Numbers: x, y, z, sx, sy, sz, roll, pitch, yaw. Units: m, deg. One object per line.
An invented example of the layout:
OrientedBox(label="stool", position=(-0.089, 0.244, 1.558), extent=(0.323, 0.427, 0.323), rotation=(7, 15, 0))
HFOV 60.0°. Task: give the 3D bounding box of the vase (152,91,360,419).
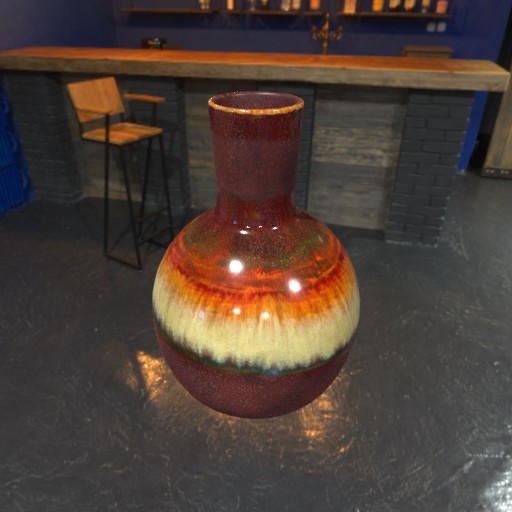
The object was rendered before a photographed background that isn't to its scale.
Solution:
OrientedBox(label="vase", position=(0.000, 0.000, 0.228), extent=(0.111, 0.154, 0.111), rotation=(0, 30, 0))
